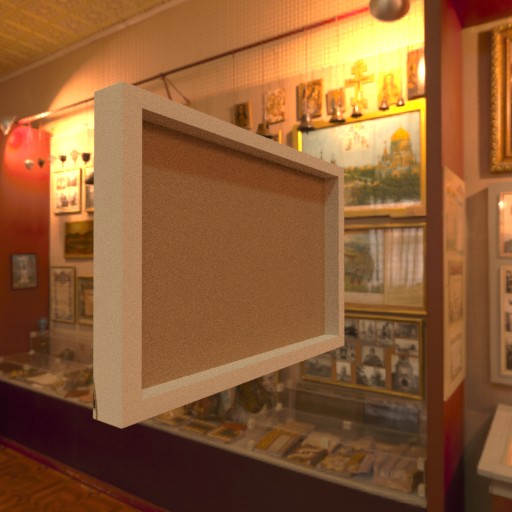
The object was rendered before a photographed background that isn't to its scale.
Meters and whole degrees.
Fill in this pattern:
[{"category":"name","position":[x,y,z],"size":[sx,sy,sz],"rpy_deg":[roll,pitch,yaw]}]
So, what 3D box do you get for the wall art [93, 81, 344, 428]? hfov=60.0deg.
[{"category":"wall art","position":[0.000,0.000,0.490],"size":[0.039,0.254,0.384],"rpy_deg":[0,-1,36]}]
